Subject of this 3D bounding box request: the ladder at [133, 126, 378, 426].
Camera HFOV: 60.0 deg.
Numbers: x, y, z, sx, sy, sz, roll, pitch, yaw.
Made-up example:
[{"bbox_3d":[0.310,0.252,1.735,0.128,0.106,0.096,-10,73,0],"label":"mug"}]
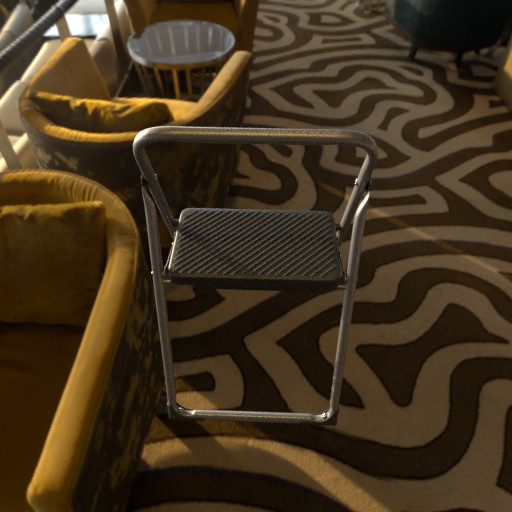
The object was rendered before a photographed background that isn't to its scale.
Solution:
[{"bbox_3d":[0.000,0.000,0.993,0.430,0.720,0.472,2,47,1],"label":"ladder"}]
